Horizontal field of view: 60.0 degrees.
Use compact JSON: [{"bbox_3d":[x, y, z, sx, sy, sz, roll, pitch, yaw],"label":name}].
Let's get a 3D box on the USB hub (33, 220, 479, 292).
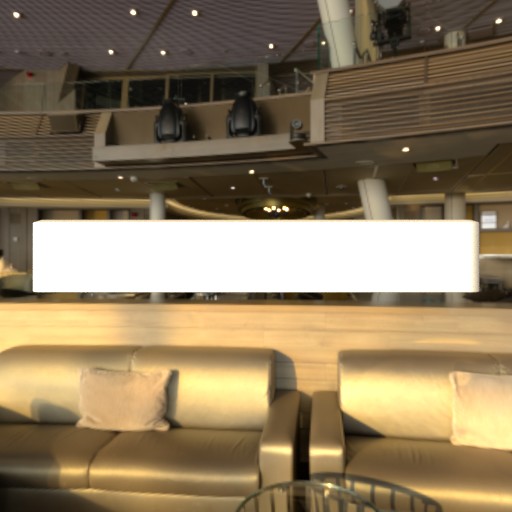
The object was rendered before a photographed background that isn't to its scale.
[{"bbox_3d":[0.000,0.000,0.162,0.145,0.023,0.044,0,0,0],"label":"USB hub"}]
